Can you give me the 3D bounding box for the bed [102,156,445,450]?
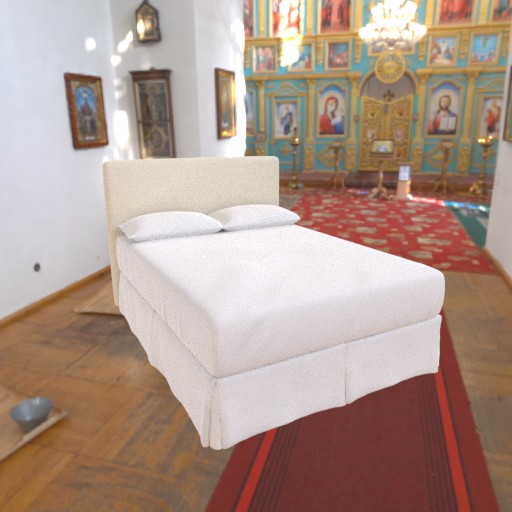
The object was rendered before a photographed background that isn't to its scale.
[{"bbox_3d":[0.000,0.000,3.272,1.714,1.330,2.147,-8,18,-28],"label":"bed"}]
